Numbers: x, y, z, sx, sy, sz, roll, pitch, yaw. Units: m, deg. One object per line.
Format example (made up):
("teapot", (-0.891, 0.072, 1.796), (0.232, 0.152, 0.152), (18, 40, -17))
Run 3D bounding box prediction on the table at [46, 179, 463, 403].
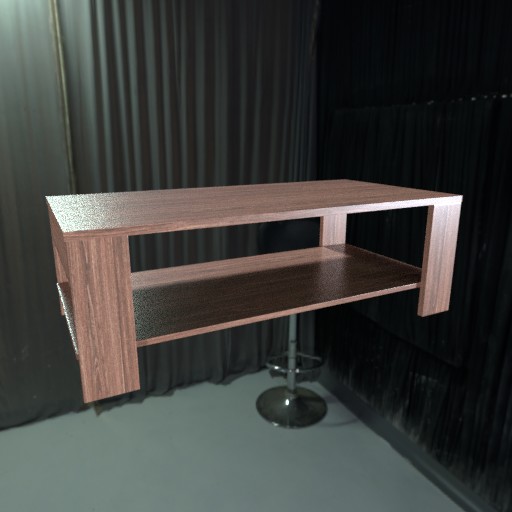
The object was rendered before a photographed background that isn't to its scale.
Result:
("table", (0.000, 0.000, 1.478), (1.200, 0.400, 0.600), (-8, 17, -27))
